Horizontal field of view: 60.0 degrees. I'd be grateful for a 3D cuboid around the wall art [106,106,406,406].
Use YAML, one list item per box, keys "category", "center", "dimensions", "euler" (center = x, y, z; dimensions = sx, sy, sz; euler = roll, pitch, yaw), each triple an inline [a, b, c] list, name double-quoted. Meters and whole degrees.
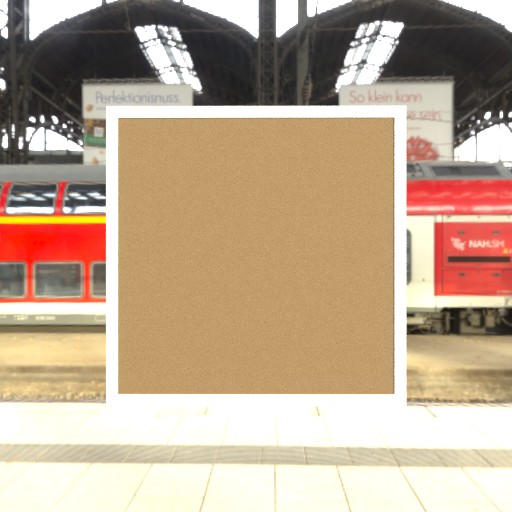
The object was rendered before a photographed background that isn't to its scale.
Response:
- category: "wall art"
  center: [0.000, 0.000, 1.208]
  dimensions: [0.812, 0.812, 0.015]
  euler: [0, 0, 0]
